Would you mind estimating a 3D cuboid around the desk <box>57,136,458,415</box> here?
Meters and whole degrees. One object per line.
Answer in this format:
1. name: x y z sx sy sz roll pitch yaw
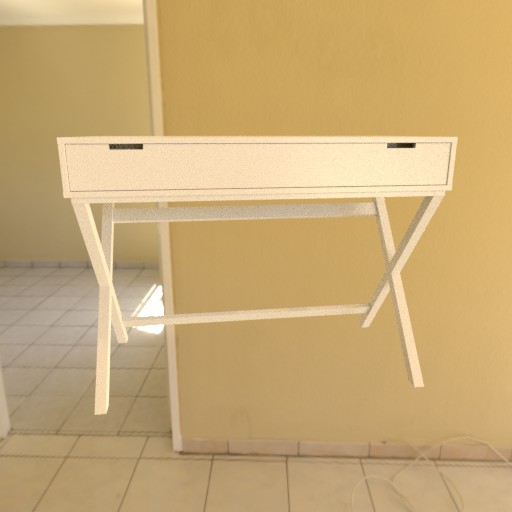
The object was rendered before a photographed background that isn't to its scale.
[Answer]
1. desk: 0.000 0.000 1.499 1.059 0.780 0.509 -2 16 -8
